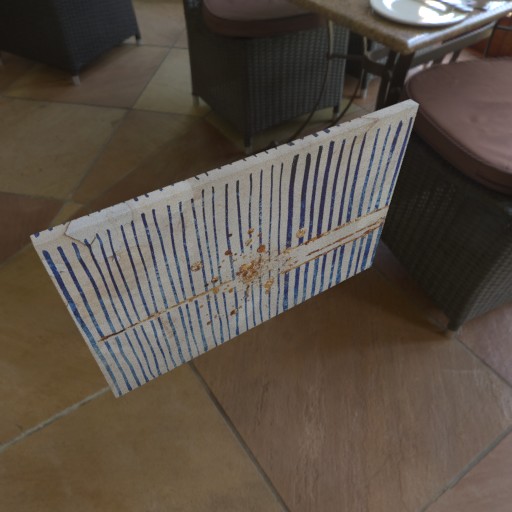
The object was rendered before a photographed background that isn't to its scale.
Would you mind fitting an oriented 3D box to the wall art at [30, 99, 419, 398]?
[{"bbox_3d":[0.000,0.000,1.443,1.143,0.757,0.038,-24,52,-20],"label":"wall art"}]
